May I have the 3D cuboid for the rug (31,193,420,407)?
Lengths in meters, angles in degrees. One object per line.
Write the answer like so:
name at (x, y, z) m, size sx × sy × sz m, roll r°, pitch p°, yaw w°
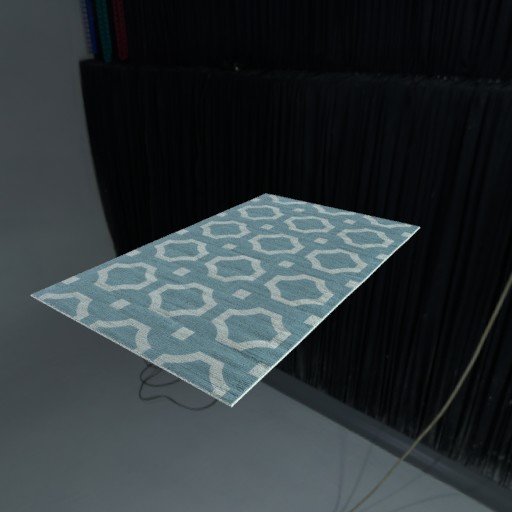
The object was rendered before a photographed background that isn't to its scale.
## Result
rug at (0.000, 0.000, 3.110) m, size 1.528 × 0.015 × 2.443 m, roll 17°, pitch 30°, yaw 32°
